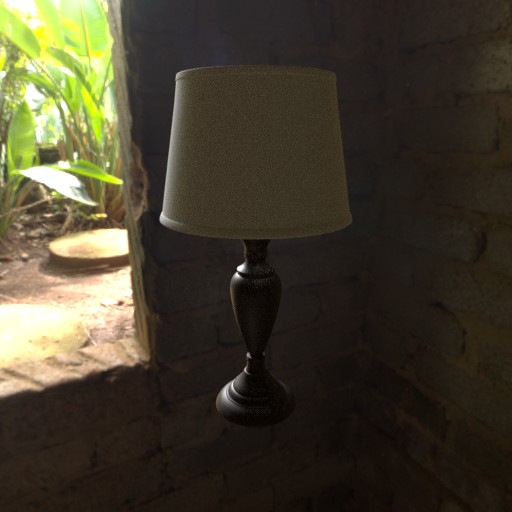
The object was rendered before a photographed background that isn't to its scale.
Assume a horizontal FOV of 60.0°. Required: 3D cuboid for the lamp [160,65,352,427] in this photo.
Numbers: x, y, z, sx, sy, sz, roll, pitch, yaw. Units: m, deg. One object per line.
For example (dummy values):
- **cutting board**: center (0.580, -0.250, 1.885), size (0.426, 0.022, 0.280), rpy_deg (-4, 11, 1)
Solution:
- **lamp**: center (0.000, 0.000, 0.807), size (0.335, 0.611, 0.335), rpy_deg (0, 16, 0)
